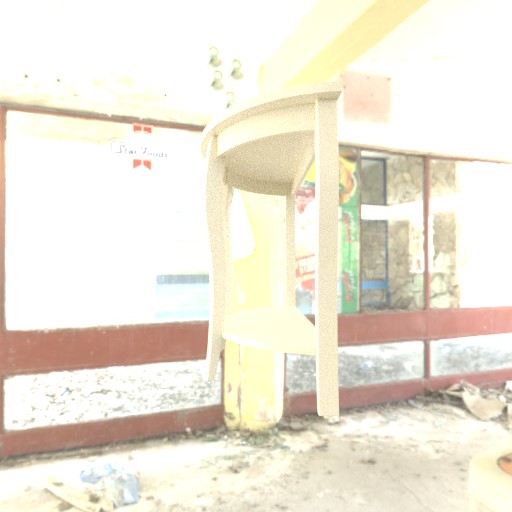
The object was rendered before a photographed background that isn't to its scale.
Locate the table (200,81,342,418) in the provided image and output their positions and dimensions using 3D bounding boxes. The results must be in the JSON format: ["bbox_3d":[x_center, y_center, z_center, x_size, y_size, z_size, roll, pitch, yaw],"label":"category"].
[{"bbox_3d":[0.000,0.000,1.618,0.394,0.780,1.219,0,-1,0],"label":"table"}]
